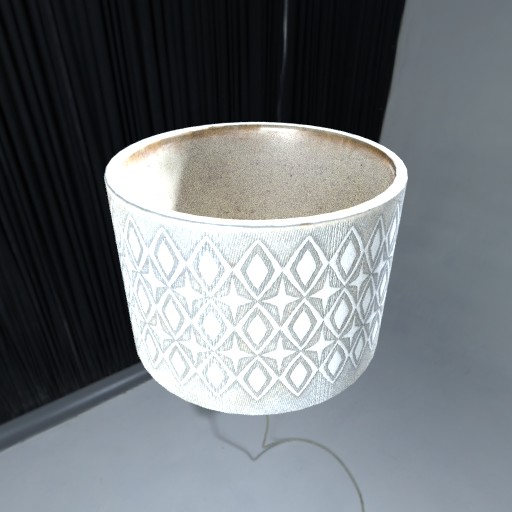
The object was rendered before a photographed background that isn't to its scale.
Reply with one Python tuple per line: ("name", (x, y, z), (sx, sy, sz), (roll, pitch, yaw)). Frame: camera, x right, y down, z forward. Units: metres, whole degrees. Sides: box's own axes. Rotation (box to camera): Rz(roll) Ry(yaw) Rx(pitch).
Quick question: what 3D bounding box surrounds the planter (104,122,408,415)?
("planter", (0.000, 0.000, 0.320), (0.186, 0.144, 0.186), (0, 31, 0))
